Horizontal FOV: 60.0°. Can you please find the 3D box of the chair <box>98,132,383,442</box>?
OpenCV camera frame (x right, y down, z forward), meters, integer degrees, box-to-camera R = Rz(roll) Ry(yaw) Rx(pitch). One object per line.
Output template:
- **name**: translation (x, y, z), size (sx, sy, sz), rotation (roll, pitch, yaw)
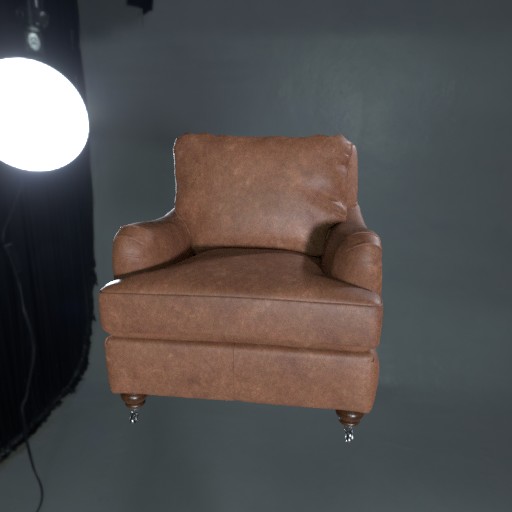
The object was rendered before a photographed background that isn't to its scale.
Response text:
- **chair**: translation (0.000, 0.000, 1.959), size (0.986, 1.055, 1.158), rotation (2, 16, 7)
